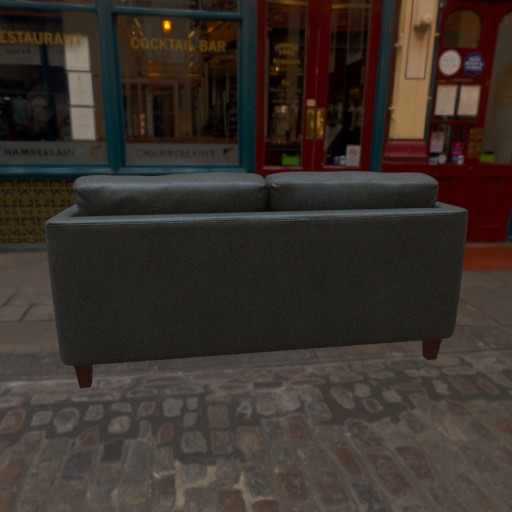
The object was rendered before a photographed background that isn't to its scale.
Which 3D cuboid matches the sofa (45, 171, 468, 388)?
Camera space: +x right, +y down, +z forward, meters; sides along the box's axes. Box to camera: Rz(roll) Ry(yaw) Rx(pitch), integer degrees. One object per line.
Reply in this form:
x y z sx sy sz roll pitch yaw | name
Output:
0.000 0.000 2.413 1.883 0.933 0.951 -2 15 -9 | sofa
